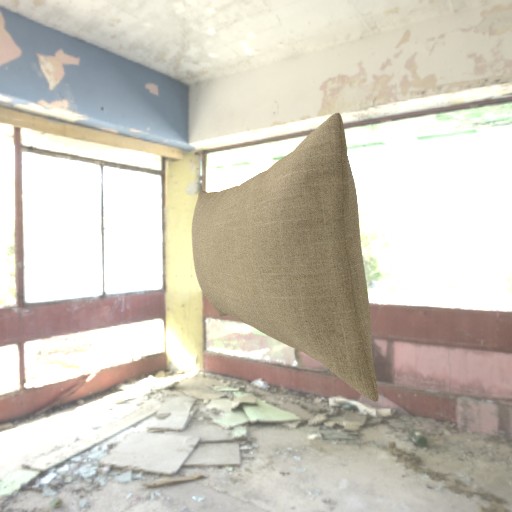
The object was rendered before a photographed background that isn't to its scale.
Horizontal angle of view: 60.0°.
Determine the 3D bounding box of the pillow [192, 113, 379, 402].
[{"bbox_3d":[0.000,0.000,0.719,0.155,0.282,0.612,0,1,-19],"label":"pillow"}]
